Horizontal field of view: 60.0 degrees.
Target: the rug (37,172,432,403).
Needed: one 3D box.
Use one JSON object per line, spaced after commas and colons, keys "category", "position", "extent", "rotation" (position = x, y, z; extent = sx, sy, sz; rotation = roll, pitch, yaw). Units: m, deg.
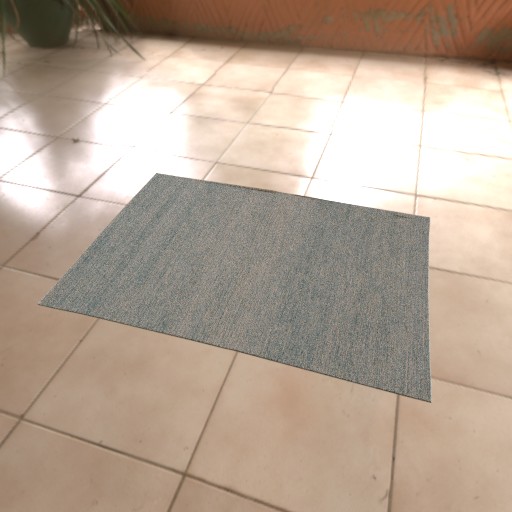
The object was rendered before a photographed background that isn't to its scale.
{"category": "rug", "position": [0.000, 0.000, 3.025], "extent": [2.306, 0.030, 1.613], "rotation": [11, 43, 13]}
